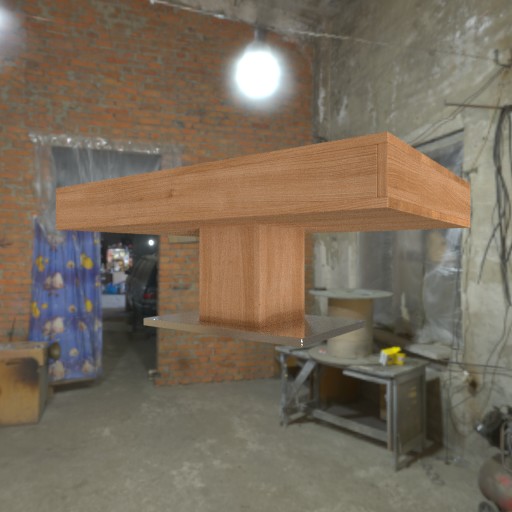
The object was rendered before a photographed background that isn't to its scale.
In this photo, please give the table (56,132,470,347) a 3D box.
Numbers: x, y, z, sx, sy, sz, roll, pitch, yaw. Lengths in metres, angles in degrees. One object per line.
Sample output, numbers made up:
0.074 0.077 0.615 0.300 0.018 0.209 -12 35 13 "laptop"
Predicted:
0.000 0.000 1.392 1.100 0.440 0.700 0 0 37 "table"
